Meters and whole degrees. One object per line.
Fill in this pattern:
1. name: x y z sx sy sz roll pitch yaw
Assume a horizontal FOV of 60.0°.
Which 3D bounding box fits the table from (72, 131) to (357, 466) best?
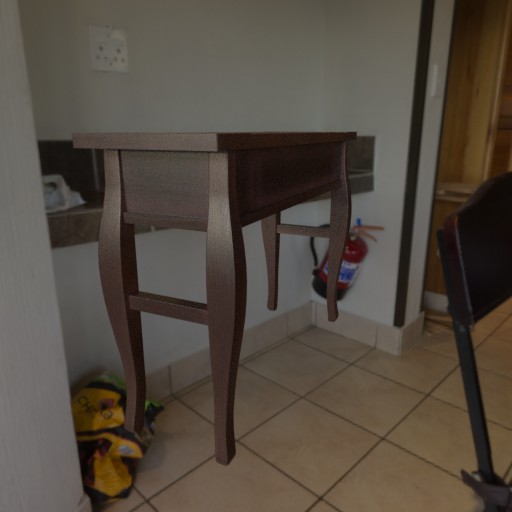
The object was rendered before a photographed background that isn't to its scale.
1. table: 0.000 0.000 1.427 0.373 0.768 1.062 7 18 25
